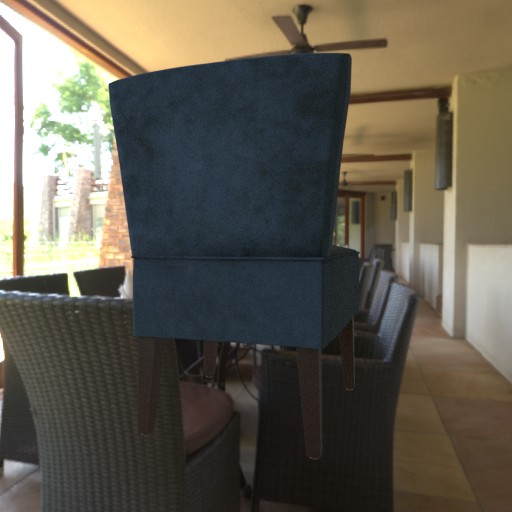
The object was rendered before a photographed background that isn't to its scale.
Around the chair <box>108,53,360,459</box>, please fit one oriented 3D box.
[{"bbox_3d":[0.000,0.000,1.156,0.521,0.806,0.551,1,2,17],"label":"chair"}]
